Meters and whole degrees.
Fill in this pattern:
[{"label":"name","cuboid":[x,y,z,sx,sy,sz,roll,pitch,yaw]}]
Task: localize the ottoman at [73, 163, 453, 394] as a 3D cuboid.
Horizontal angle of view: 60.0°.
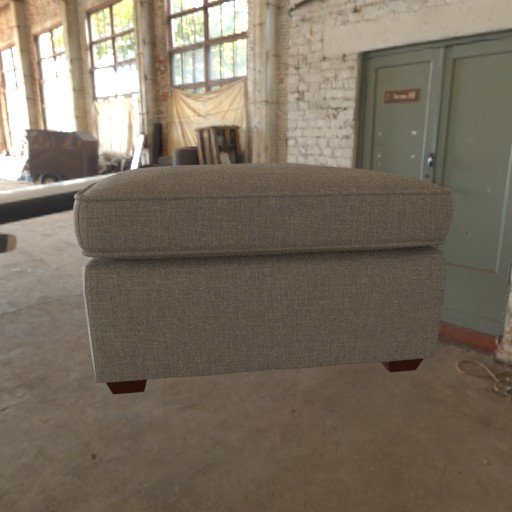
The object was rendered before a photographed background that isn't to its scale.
[{"label":"ottoman","cuboid":[0.000,0.000,1.127,0.762,0.457,0.559,-2,15,-8]}]
